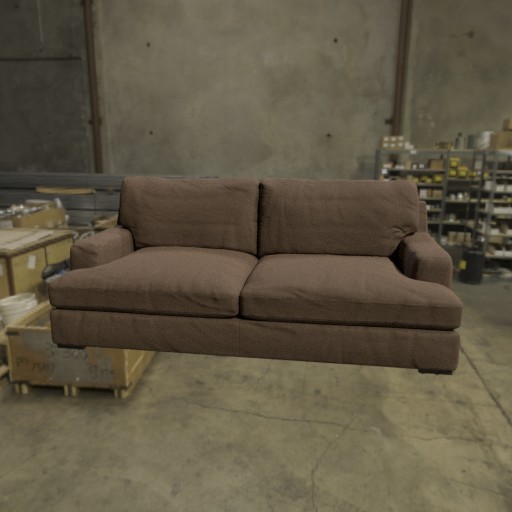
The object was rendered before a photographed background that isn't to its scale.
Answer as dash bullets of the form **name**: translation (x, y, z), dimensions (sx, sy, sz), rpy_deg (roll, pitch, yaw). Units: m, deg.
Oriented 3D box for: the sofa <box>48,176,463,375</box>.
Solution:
- **sofa**: translation (0.000, 0.000, 2.827), dimensions (2.274, 0.950, 1.140), rpy_deg (2, 13, 8)
